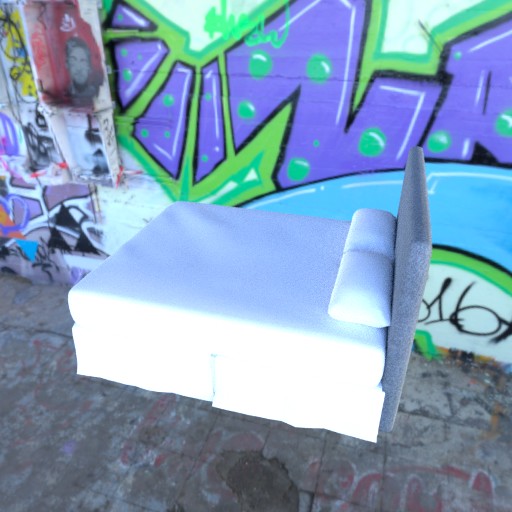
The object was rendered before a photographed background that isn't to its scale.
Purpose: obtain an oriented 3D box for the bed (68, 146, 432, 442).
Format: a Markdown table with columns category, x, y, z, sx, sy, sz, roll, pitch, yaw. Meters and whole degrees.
| category | x | y | z | sx | sy | sz | roll | pitch | yaw |
| --- | --- | --- | --- | --- | --- | --- | --- | --- | --- |
| bed | 0.000 | 0.000 | 3.197 | 2.142 | 1.330 | 1.723 | 8 | 31 | 14 |
